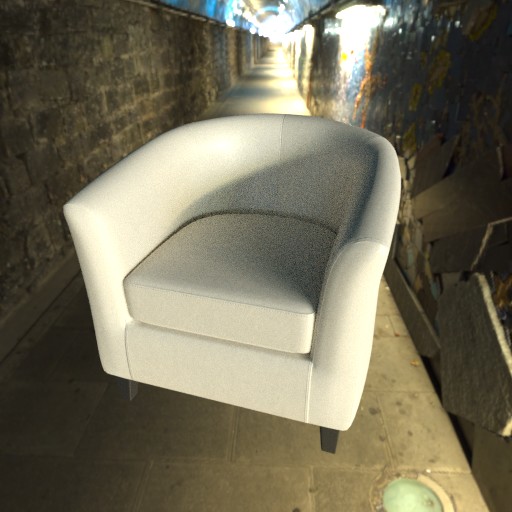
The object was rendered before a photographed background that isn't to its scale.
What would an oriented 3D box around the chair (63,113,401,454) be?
[{"bbox_3d":[0.000,0.000,1.376,0.792,0.756,0.727,8,28,16],"label":"chair"}]
